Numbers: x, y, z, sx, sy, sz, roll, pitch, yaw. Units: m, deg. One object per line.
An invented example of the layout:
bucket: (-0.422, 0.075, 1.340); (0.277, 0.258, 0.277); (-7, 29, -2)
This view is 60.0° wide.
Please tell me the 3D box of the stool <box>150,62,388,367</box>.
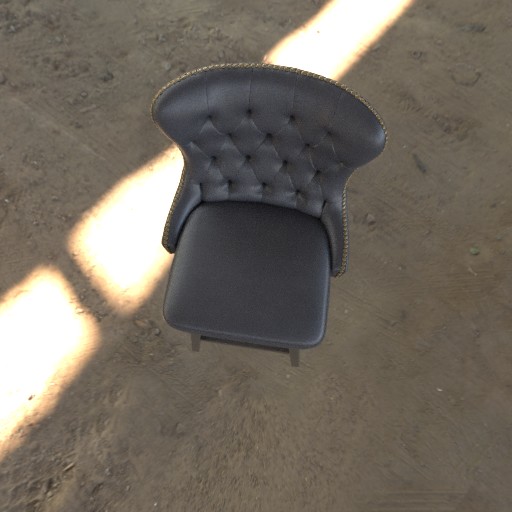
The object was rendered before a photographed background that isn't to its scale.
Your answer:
stool: (0.000, 0.000, 1.380); (0.528, 1.050, 0.601); (8, 75, 2)
